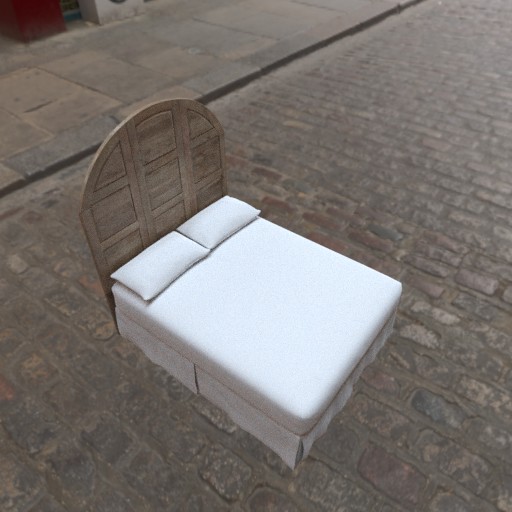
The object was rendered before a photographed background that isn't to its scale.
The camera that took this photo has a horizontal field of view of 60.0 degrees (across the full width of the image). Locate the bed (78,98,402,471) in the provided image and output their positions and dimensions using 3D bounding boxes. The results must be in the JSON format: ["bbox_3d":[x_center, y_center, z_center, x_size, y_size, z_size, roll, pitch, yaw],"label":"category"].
[{"bbox_3d":[0.000,0.000,3.588,2.112,2.002,1.713,27,48,27],"label":"bed"}]
